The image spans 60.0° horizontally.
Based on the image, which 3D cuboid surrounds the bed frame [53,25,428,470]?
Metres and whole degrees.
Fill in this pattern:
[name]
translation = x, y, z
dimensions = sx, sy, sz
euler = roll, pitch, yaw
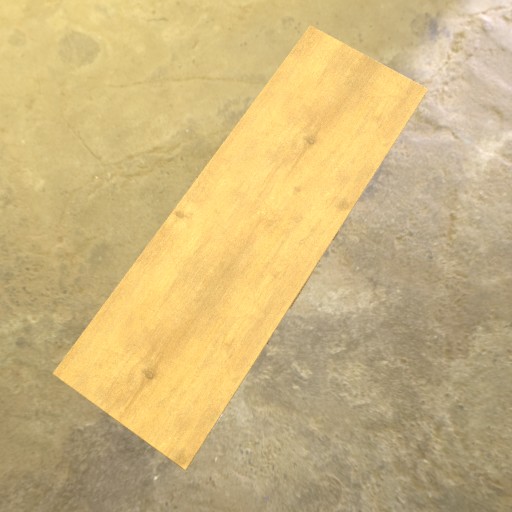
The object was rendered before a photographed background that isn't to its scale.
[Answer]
[bed frame]
translation = 0.000, 0.000, 1.682
dimensions = 0.430, 0.850, 1.300
euler = 32, 78, 8
